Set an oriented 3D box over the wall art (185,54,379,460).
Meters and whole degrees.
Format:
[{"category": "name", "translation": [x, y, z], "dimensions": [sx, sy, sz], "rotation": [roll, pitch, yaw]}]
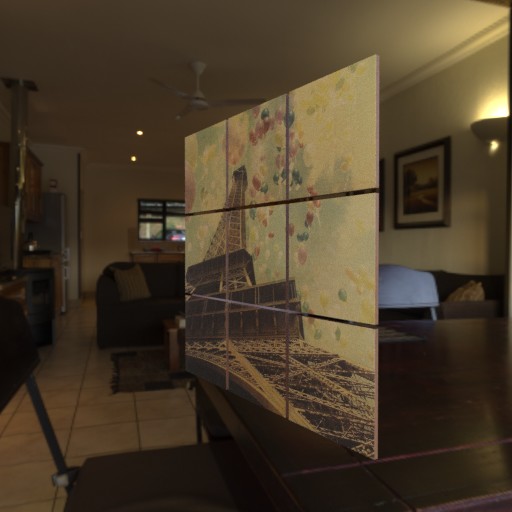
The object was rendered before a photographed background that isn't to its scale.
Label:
[{"category": "wall art", "translation": [0.000, 0.000, 1.870], "dimensions": [0.017, 1.246, 1.256], "rotation": [-1, 1, -36]}]
